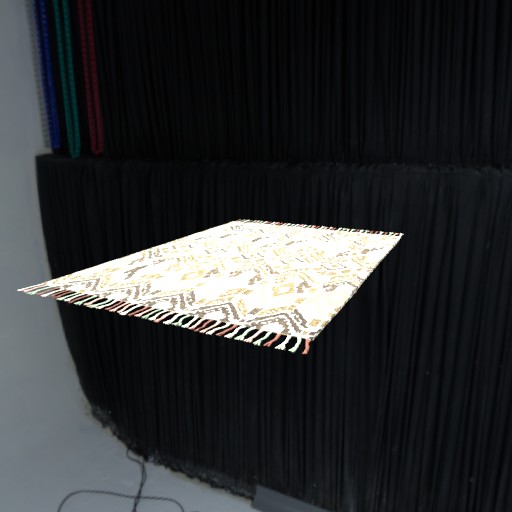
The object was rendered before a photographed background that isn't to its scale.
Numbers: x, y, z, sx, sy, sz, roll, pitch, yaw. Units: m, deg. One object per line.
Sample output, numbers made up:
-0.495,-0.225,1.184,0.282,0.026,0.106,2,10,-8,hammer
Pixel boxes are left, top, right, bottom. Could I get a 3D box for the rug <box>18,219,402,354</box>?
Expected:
0.000,0.000,2.283,1.219,0.008,1.829,7,16,26,rug
